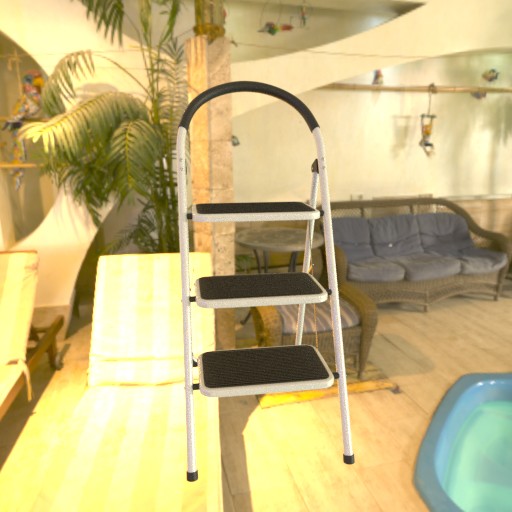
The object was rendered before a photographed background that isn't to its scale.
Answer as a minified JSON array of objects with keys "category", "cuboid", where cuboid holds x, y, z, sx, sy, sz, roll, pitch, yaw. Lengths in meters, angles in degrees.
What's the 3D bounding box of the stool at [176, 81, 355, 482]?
[{"category":"stool","cuboid":[0.000,0.000,1.428,0.485,1.109,0.676,-2,15,-8]}]
